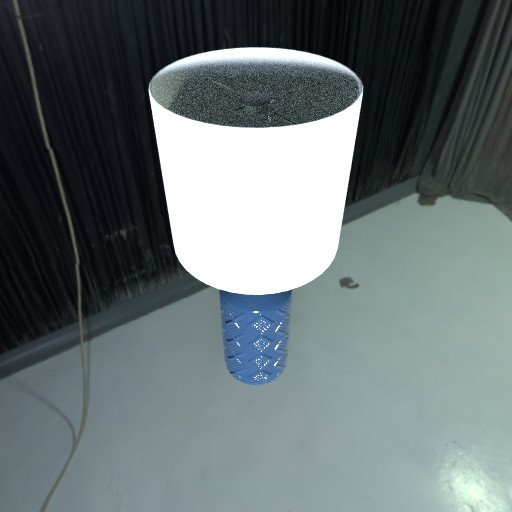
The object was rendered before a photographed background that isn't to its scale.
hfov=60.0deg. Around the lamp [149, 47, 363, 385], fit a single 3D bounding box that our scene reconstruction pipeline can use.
[{"bbox_3d":[0.000,0.000,0.587,0.207,0.461,0.207,-28,49,-28],"label":"lamp"}]
